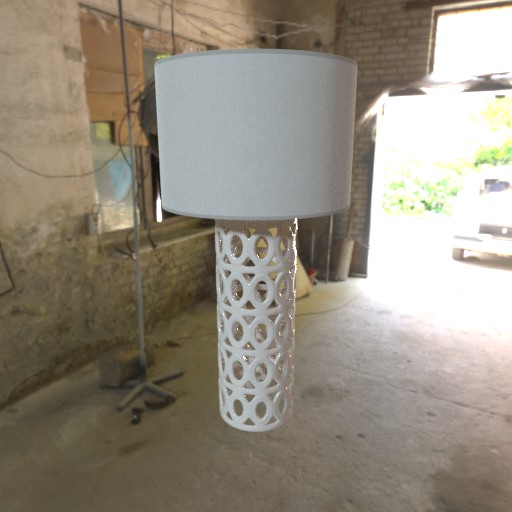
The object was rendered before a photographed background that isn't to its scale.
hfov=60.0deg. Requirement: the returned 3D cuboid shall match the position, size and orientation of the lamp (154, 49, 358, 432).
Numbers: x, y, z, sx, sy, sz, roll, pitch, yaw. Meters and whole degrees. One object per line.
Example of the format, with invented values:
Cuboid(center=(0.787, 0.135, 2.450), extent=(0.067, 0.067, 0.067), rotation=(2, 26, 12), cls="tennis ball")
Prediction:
Cuboid(center=(0.000, 0.000, 0.807), extent=(0.324, 0.636, 0.325), rotation=(-2, 15, -8), cls="lamp")
